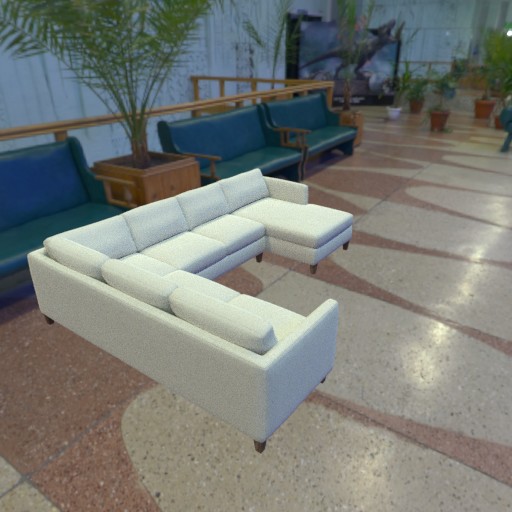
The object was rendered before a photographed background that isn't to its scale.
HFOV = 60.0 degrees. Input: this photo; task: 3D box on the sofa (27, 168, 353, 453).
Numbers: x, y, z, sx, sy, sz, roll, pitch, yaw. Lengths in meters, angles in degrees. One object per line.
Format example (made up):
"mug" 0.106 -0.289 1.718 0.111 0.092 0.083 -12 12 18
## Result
"sofa" 0.000 0.000 4.369 2.551 0.853 3.238 18 31 32
